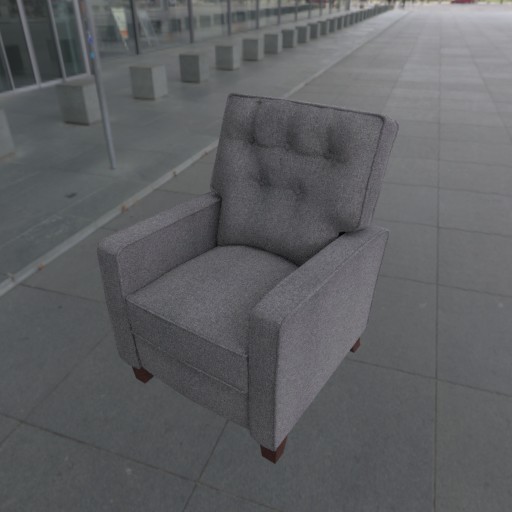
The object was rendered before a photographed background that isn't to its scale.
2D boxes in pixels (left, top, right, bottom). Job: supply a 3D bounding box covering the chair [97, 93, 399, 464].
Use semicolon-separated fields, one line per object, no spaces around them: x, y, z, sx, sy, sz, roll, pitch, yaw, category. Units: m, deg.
0.000;0.000;1.434;0.650;0.889;0.775;20;36;29;chair
